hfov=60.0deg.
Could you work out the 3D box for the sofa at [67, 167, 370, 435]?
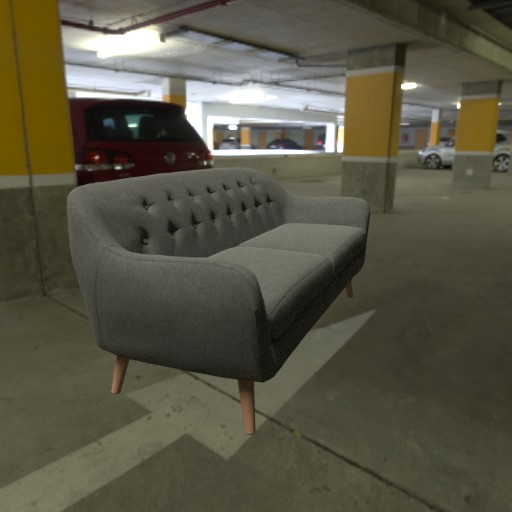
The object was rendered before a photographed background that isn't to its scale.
[{"bbox_3d":[0.000,0.000,2.215,0.820,0.820,1.840,6,16,24],"label":"sofa"}]
